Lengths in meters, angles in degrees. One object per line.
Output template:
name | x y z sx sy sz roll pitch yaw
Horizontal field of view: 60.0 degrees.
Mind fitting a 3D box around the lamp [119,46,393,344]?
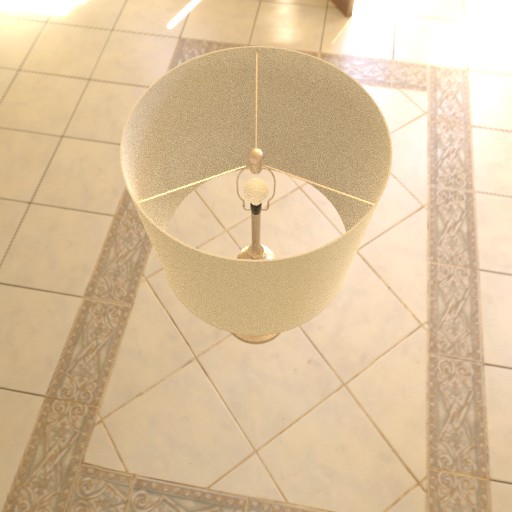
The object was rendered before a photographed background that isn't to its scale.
lamp | 0.000 0.000 0.691 0.277 0.538 0.277 0 64 0
